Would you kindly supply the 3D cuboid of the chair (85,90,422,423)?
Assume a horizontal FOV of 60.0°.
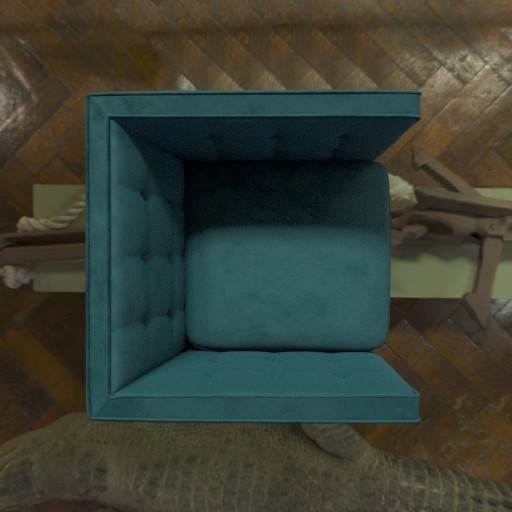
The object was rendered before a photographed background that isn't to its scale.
[{"bbox_3d":[0.000,0.000,1.514,0.894,0.790,0.880,0,90,1],"label":"chair"}]
